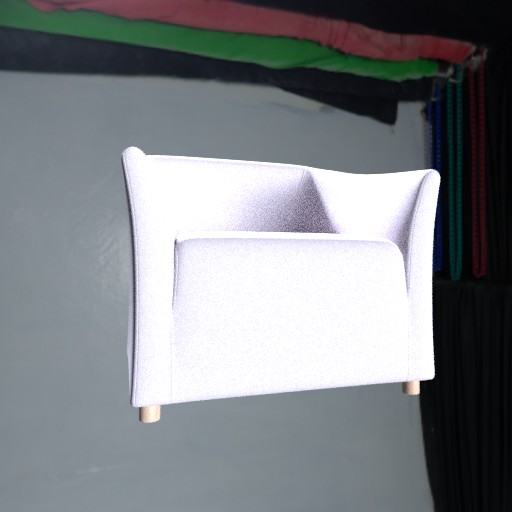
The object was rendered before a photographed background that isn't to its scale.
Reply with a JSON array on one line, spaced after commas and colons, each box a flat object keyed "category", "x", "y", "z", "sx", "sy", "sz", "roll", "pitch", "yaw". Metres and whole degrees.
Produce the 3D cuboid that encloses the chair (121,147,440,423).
[{"category": "chair", "x": 0.000, "y": 0.000, "z": 1.343, "sx": 0.790, "sy": 0.720, "sz": 0.700, "roll": 0, "pitch": -1, "yaw": -17}]
